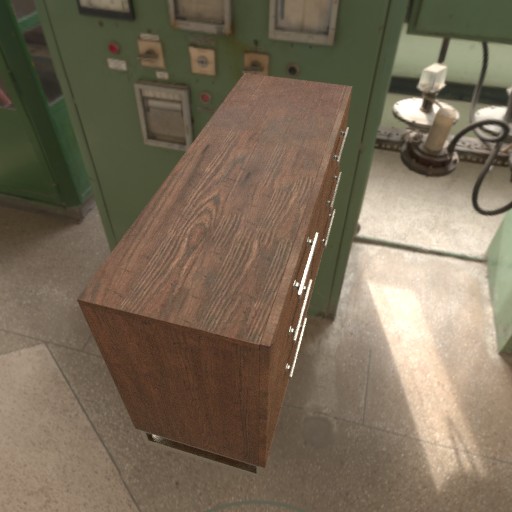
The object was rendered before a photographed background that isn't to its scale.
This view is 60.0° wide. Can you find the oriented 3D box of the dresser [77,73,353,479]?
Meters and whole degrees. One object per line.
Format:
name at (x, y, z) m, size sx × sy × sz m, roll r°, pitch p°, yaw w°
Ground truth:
dresser at (0.000, 0.000, 2.172) m, size 0.623 × 1.061 × 1.646 m, roll 12°, pitch 47°, yaw 11°
